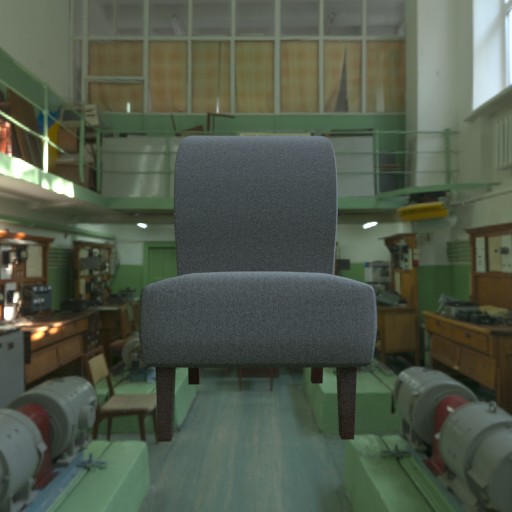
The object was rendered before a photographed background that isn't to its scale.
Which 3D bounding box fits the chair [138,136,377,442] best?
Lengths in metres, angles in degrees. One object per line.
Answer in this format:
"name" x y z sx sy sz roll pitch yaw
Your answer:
"chair" 0.000 0.000 1.204 0.513 0.804 0.592 0 -1 -2
